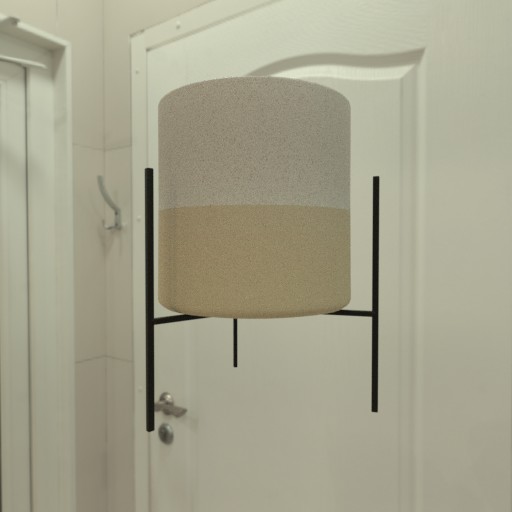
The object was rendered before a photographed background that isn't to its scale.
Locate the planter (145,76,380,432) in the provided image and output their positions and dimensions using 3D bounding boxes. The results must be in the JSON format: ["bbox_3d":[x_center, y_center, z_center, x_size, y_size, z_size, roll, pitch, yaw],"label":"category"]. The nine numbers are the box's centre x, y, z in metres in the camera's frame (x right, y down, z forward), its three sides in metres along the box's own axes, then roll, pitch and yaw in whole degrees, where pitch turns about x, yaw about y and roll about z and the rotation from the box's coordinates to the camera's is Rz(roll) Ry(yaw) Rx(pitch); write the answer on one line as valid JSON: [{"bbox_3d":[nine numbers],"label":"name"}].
[{"bbox_3d":[0.000,0.000,0.539,0.263,0.362,0.267,1,2,36],"label":"planter"}]
